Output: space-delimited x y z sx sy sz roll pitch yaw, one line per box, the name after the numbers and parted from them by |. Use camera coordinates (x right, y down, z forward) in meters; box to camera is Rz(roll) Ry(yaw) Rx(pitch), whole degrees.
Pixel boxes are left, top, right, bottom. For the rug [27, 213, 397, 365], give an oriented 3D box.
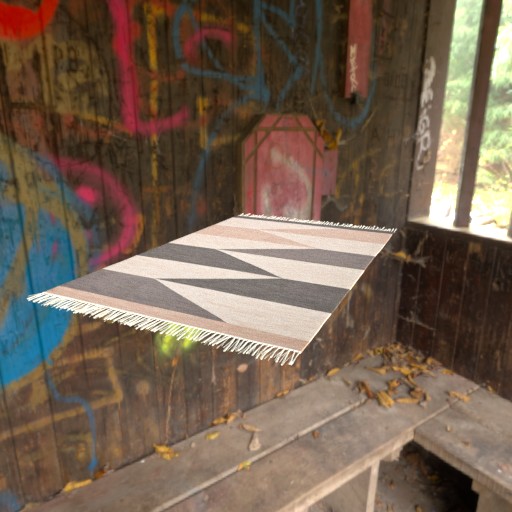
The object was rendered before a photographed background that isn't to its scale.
0.000 0.000 2.504 1.224 0.027 2.021 8 19 25 | rug
